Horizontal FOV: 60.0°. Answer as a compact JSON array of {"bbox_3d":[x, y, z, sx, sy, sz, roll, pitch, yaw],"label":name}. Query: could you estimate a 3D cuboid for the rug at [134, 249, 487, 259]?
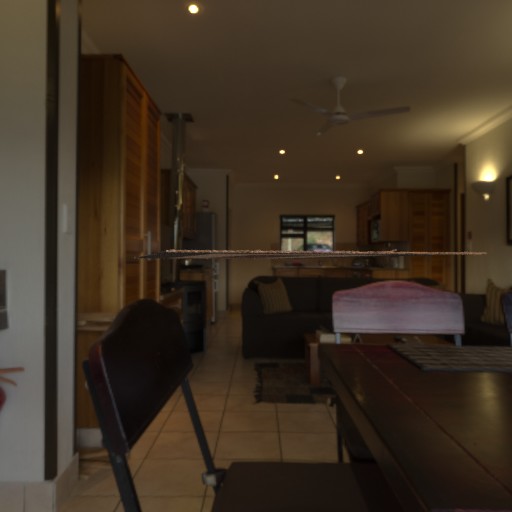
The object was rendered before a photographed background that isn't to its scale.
[{"bbox_3d":[0.000,0.000,1.876,0.920,0.013,1.541,0,-1,-18],"label":"rug"}]
